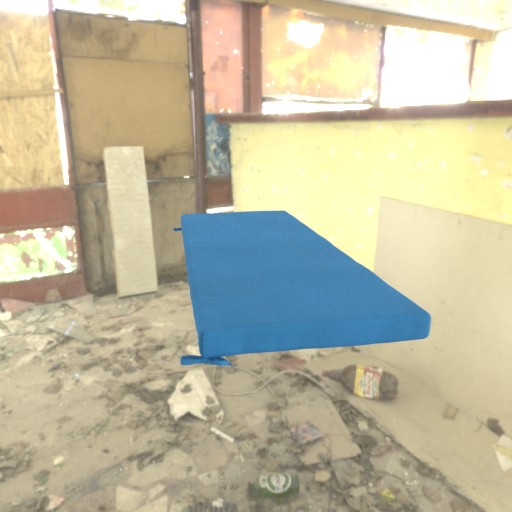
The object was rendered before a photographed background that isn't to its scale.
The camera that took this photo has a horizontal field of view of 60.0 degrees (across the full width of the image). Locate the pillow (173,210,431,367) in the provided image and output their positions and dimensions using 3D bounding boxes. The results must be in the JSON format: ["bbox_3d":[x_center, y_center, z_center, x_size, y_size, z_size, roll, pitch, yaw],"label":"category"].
[{"bbox_3d":[0.000,0.000,1.363,0.492,0.081,1.187,-3,17,-10],"label":"pillow"}]
